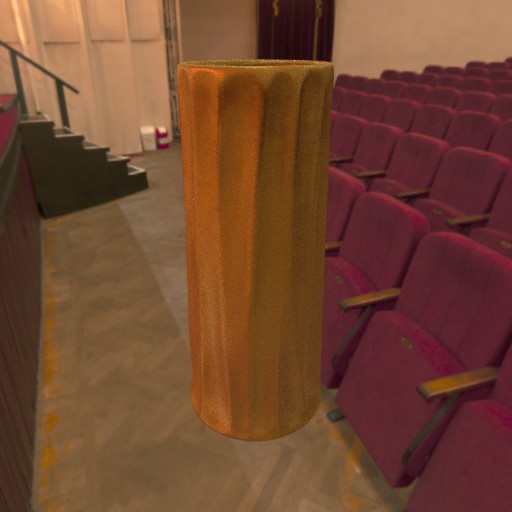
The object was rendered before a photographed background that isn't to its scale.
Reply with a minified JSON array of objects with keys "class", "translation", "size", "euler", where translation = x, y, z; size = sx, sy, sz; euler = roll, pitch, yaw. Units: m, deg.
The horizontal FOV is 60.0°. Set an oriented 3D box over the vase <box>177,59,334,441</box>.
[{"class":"vase","translation":[0.000,0.000,0.178],"size":[0.061,0.143,0.061],"euler":[0,26,0]}]
